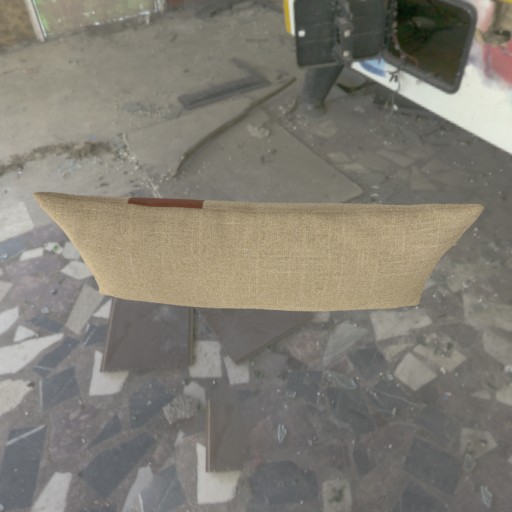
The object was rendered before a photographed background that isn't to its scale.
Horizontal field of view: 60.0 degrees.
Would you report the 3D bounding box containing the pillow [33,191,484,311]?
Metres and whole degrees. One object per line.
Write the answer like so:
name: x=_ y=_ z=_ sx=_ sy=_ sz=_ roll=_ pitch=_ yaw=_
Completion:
pillow: x=0.000 y=0.000 z=0.721 sx=0.612 sy=0.282 sz=0.155 roll=2 pitch=48 yaw=2
